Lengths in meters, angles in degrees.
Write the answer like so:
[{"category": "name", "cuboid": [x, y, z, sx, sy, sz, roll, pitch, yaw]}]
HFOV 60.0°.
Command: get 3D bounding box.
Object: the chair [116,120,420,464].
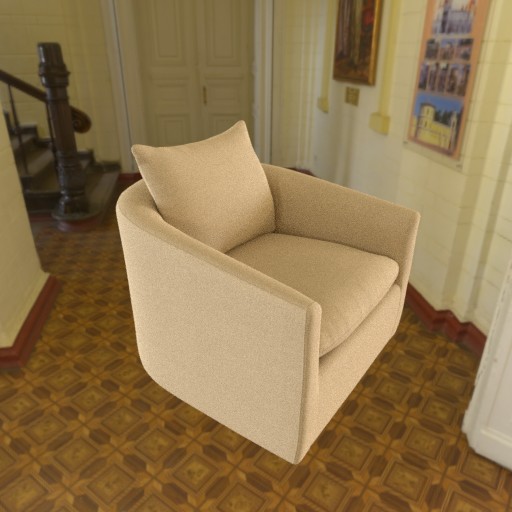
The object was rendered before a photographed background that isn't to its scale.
[{"category": "chair", "cuboid": [0.000, 0.000, 1.625, 0.910, 0.848, 0.845, 17, 31, 32]}]
